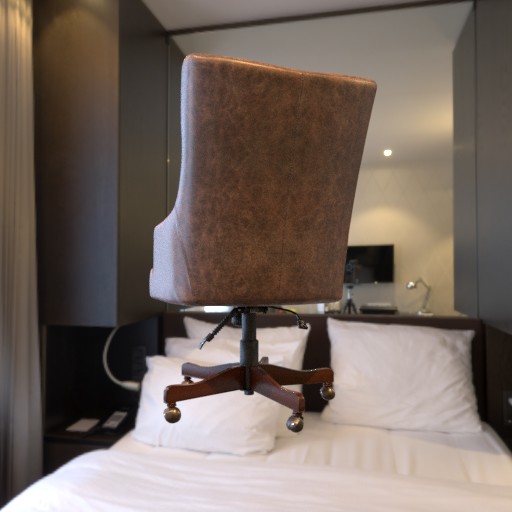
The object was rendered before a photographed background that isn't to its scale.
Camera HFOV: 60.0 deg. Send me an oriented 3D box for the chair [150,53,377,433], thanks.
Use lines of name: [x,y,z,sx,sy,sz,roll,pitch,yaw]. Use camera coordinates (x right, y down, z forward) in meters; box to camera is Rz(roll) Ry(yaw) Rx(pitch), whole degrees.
chair: [0.000,0.000,1.479,0.641,1.035,0.762,1,-2,-18]
